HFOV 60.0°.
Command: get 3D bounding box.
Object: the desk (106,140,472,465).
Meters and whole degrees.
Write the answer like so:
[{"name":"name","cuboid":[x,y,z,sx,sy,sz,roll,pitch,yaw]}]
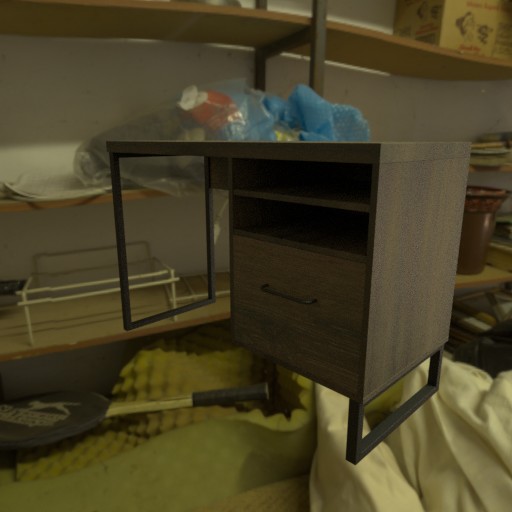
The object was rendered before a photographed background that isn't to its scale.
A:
[{"name":"desk","cuboid":[0.000,0.000,1.502,0.511,0.752,1.134,-14,21,-43]}]
